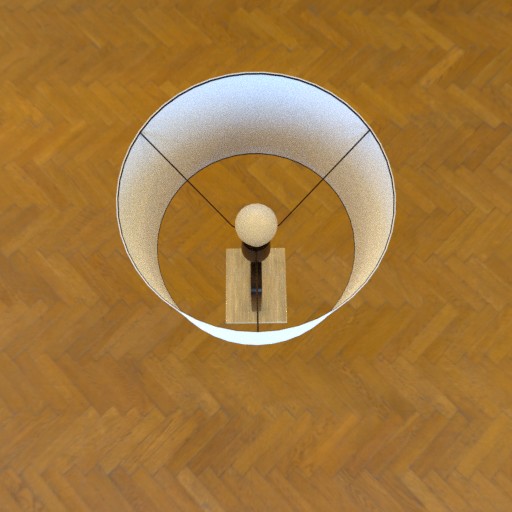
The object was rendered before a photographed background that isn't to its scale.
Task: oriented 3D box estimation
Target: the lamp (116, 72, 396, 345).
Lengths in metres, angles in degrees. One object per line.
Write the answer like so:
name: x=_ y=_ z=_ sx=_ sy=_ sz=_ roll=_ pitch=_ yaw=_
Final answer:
lamp: x=0.000 y=0.000 z=0.688 sx=0.279 sy=0.508 sz=0.279 roll=-1 pitch=76 yaw=0
